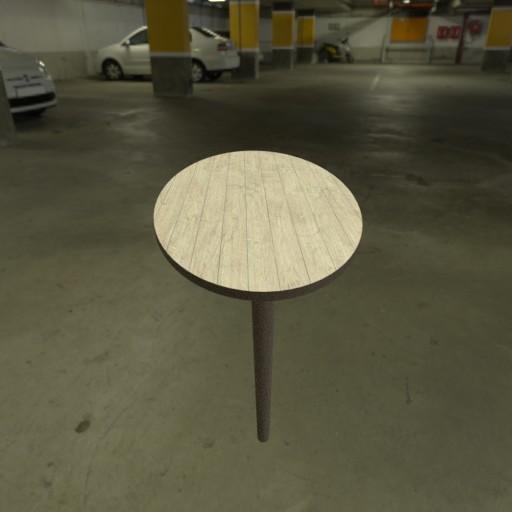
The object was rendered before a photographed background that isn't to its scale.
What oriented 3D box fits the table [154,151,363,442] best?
[{"bbox_3d":[0.000,0.000,1.334,0.542,0.390,1.083,-1,26,-2],"label":"table"}]
